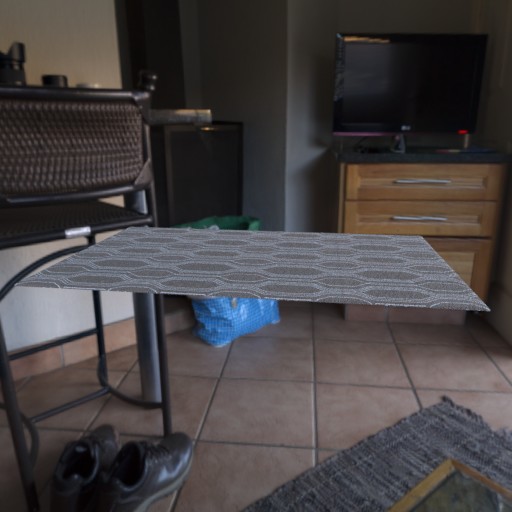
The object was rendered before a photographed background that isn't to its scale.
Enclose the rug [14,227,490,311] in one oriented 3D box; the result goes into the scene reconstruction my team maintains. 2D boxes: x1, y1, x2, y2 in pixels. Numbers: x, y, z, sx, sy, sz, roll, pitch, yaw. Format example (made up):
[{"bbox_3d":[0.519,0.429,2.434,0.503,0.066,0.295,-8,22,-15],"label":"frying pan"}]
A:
[{"bbox_3d":[0.000,0.000,2.989,2.457,0.012,1.541,2,16,8],"label":"rug"}]
